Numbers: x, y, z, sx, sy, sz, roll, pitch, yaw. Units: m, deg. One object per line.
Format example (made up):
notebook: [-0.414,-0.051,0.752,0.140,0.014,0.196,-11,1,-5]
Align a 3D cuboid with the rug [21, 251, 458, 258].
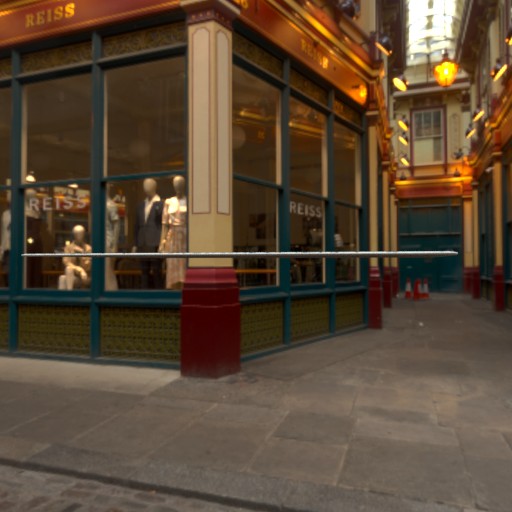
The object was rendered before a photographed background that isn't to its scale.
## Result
rug: [0.000,0.000,2.840,2.197,0.014,1.586,0,-1,18]
